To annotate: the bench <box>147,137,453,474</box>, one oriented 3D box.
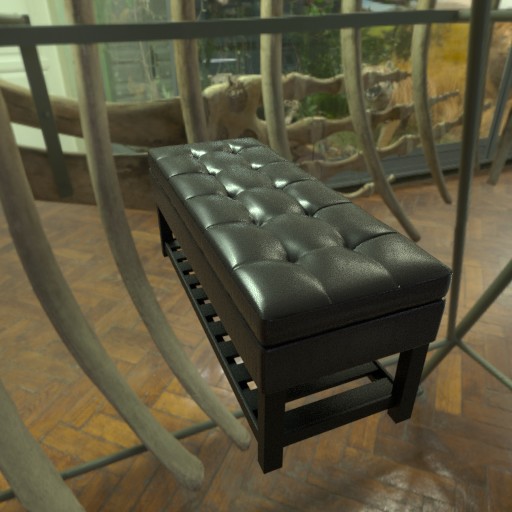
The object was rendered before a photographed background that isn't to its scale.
[{"bbox_3d":[0.000,0.000,1.366,0.432,0.460,1.105,-12,32,-19],"label":"bench"}]
